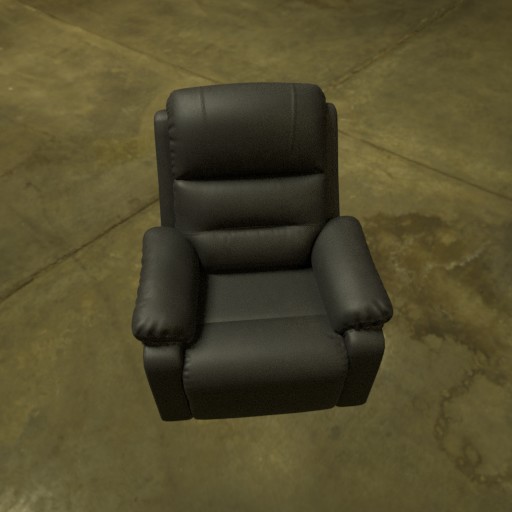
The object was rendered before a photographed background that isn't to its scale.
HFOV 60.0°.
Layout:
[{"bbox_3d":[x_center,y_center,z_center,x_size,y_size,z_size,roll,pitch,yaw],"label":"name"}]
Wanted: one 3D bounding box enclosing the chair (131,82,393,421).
[{"bbox_3d":[0.000,0.000,1.674,0.855,0.992,0.919,-4,46,-3],"label":"chair"}]
